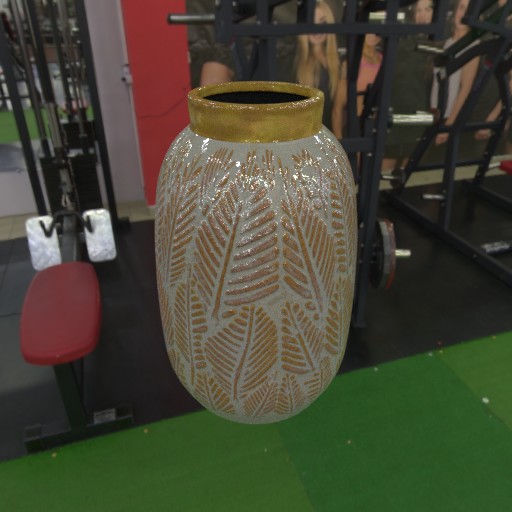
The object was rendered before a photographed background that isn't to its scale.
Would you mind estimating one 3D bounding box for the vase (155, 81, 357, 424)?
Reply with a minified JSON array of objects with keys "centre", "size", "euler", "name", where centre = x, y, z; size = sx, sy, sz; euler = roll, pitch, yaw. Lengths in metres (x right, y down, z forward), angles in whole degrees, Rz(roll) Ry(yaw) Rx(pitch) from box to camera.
[{"centre":[0.000,0.000,0.382],"size":[0.172,0.270,0.172],"euler":[0,30,0],"name":"vase"}]
